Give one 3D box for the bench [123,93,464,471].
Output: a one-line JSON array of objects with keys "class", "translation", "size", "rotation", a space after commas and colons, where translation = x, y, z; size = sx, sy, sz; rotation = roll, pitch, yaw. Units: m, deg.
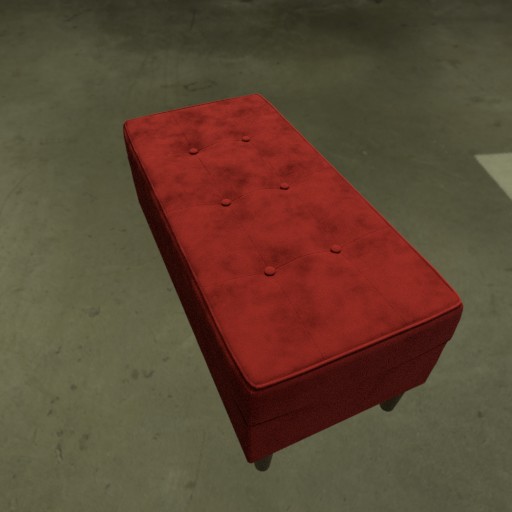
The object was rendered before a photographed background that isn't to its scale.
[{"class": "bench", "translation": [0.000, 0.000, 1.283], "size": [0.492, 0.471, 1.016], "rotation": [-18, 48, -17]}]
